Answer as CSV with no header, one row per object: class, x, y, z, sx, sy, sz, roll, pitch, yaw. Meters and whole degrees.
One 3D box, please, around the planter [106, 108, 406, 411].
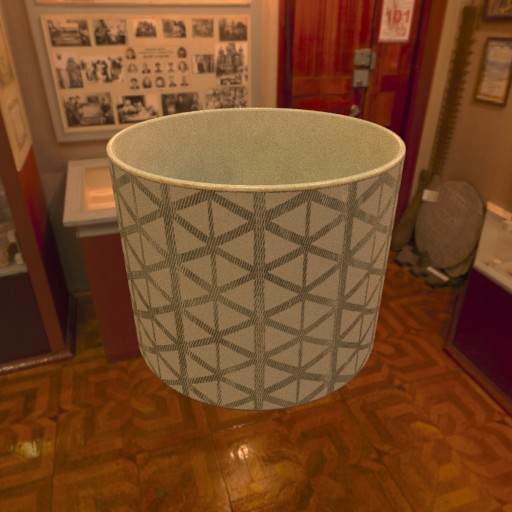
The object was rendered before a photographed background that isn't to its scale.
planter,0.000,0.000,0.337,0.190,0.181,0.190,0,29,0
